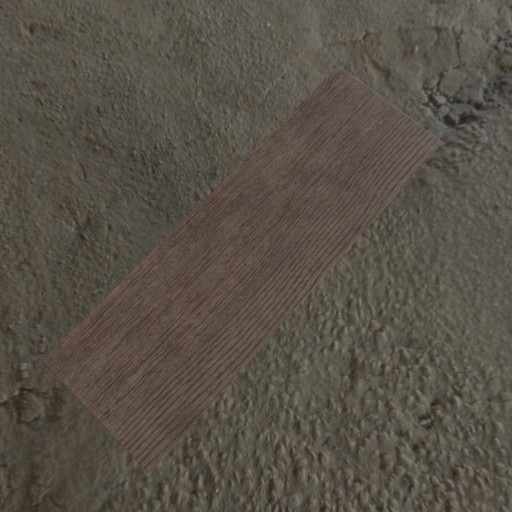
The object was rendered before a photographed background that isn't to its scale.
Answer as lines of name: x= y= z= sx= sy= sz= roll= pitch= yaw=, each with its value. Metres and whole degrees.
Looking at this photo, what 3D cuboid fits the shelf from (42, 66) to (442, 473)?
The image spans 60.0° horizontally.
shelf: x=0.000 y=0.000 z=0.679 sx=0.200 sy=0.125 sz=0.610 roll=41 pitch=78 yaw=10
